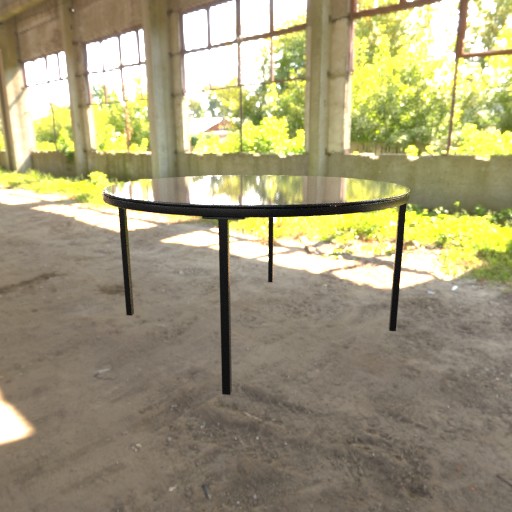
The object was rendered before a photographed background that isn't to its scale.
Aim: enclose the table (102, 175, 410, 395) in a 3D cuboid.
[{"bbox_3d":[0.000,0.000,1.263,0.800,0.400,0.800,0,14,0],"label":"table"}]
